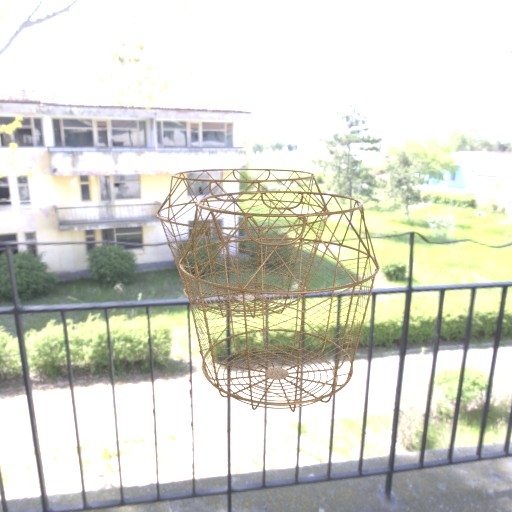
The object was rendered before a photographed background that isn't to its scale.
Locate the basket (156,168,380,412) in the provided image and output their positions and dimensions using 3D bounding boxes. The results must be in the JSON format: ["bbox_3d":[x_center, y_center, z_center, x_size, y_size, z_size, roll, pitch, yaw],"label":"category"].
[{"bbox_3d":[0.000,0.000,1.011,0.451,0.343,0.805,-3,15,-9],"label":"basket"}]
